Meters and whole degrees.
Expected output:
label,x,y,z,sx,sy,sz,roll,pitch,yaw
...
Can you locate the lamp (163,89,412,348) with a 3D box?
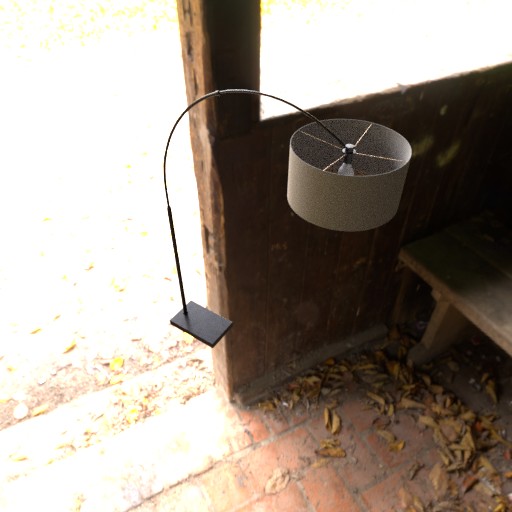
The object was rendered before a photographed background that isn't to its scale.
label,x,y,z,sx,sy,sz,roll,pitch,yaw
lamp,0.000,0.000,2.577,1.424,1.927,0.493,24,47,24
